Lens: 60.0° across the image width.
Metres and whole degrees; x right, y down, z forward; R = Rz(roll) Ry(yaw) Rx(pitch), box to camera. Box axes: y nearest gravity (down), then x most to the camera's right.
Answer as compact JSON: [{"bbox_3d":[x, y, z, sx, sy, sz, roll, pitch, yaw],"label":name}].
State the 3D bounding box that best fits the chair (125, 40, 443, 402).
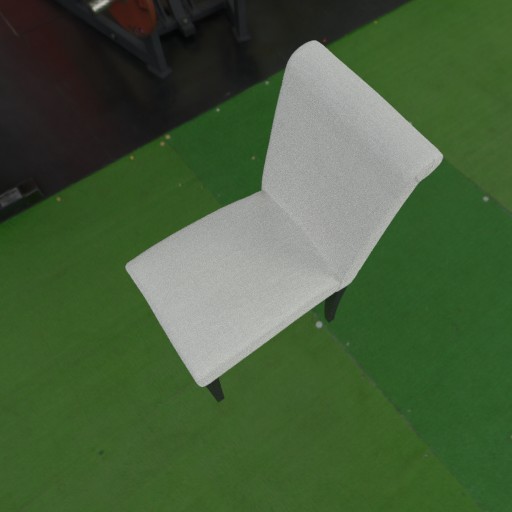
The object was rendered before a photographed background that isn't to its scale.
[{"bbox_3d":[0.000,0.000,1.378,0.708,0.976,0.452,-32,68,-14],"label":"chair"}]
